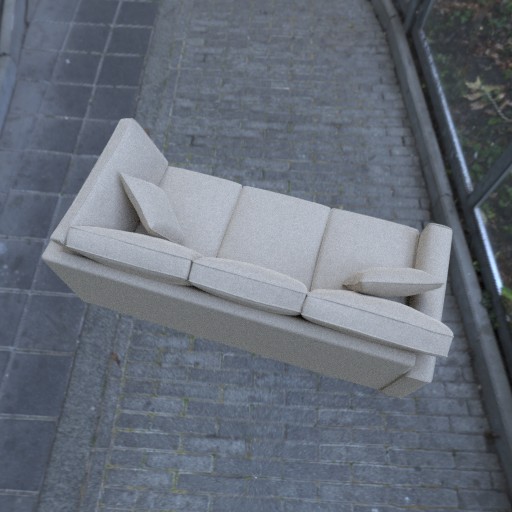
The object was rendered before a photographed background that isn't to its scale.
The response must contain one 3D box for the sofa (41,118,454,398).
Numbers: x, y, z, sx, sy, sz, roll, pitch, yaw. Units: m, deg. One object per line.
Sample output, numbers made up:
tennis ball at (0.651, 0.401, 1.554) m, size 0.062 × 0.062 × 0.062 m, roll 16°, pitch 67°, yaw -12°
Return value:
sofa at (0.000, 0.000, 2.885) m, size 2.317 × 0.962 × 1.061 m, roll 15°, pitch 64°, yaw 7°
